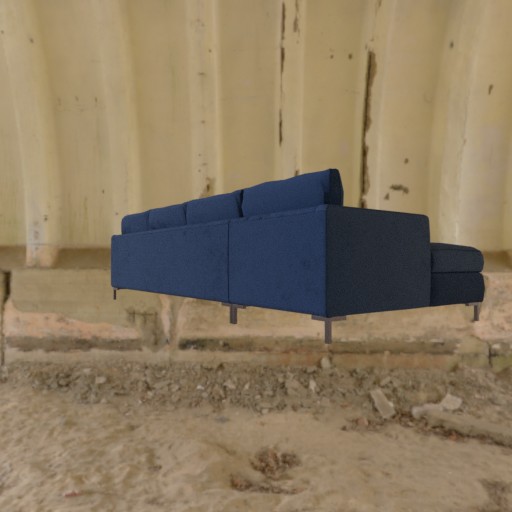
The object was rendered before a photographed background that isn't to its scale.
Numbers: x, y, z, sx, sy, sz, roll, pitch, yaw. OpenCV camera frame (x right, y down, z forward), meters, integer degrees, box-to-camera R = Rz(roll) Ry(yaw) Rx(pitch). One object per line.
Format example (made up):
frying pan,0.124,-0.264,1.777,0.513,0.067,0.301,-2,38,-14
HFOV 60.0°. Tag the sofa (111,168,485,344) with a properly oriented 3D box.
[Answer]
sofa,0.000,0.000,2.905,1.128,0.679,2.450,1,-1,-36
